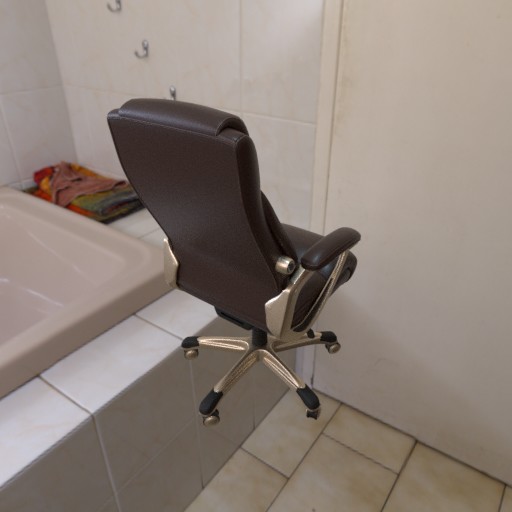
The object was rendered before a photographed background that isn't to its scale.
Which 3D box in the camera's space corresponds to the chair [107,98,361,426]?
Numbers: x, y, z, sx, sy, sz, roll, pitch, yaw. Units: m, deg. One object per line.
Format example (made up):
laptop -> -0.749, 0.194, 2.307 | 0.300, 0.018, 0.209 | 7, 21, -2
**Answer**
chair -> 0.000, 0.000, 1.648 | 0.692, 1.194, 0.749 | 21, 36, 32
